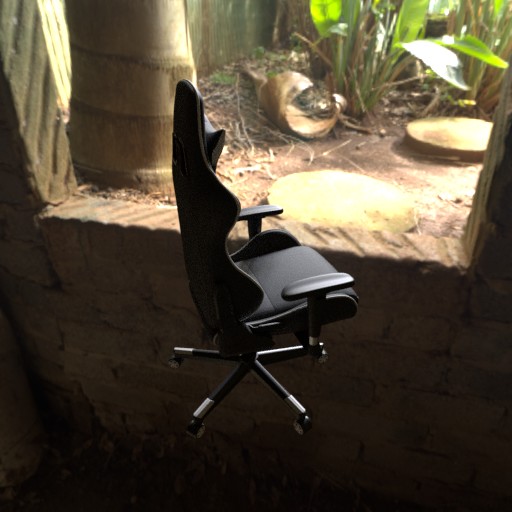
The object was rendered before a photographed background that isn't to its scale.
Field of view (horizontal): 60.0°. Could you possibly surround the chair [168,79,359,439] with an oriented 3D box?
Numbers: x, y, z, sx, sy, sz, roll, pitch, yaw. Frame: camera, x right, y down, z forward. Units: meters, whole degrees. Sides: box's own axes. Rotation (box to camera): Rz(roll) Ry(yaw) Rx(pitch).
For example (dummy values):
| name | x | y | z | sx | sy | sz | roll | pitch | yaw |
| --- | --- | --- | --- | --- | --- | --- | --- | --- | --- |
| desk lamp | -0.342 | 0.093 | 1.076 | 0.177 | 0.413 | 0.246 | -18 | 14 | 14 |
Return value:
| name | x | y | z | sx | sy | sz | roll | pitch | yaw |
| --- | --- | --- | --- | --- | --- | --- | --- | --- | --- |
| chair | 0.000 | 0.000 | 1.635 | 0.700 | 1.240 | 0.700 | -10 | 32 | -17 |
